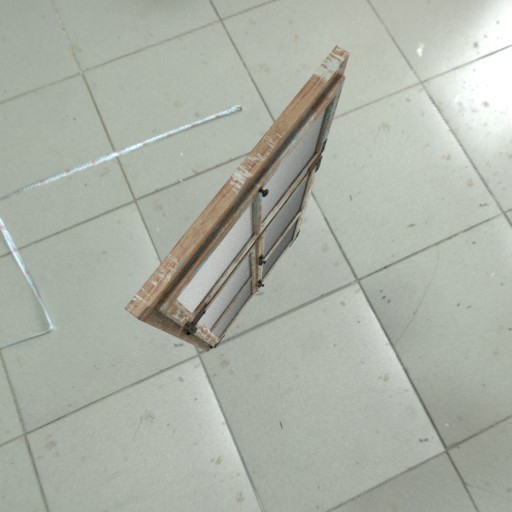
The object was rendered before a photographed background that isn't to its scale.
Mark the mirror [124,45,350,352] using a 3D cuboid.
[{"bbox_3d":[0.000,0.000,1.466,0.083,1.213,0.707,35,78,9],"label":"mirror"}]
